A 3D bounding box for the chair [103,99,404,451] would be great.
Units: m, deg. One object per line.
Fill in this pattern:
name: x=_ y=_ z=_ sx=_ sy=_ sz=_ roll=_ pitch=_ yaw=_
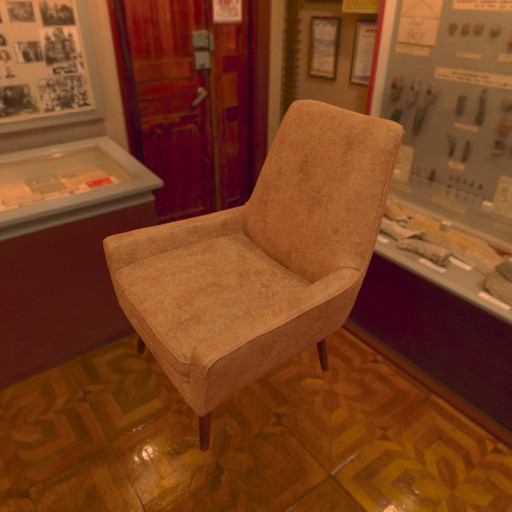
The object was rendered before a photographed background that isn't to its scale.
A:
chair: x=0.000 y=0.000 z=1.516 sx=0.851 sy=0.883 sz=0.753 roll=-20 pitch=36 yaw=-29
